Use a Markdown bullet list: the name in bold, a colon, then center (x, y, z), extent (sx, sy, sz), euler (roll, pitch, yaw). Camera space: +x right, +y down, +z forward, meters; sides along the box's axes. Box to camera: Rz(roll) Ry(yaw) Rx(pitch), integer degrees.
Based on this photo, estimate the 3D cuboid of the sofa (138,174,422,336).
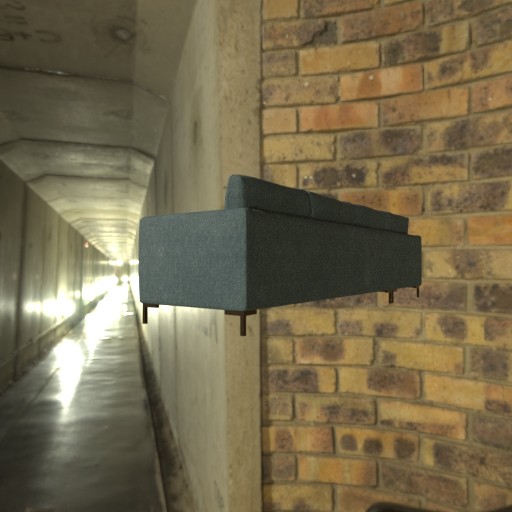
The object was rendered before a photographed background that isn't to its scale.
- **sofa**: center (0.000, 0.000, 3.858), extent (2.007, 0.815, 2.949), euler (-1, -1, 36)
